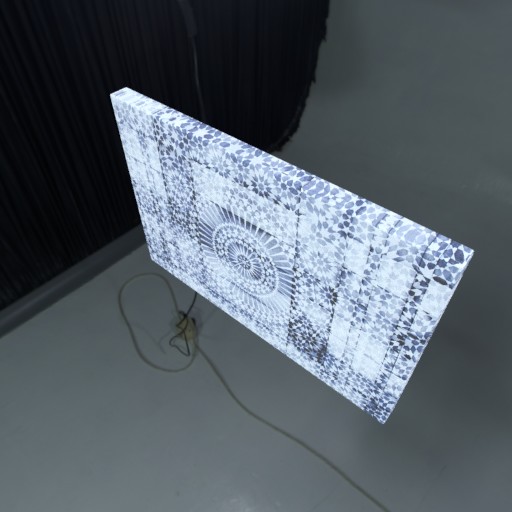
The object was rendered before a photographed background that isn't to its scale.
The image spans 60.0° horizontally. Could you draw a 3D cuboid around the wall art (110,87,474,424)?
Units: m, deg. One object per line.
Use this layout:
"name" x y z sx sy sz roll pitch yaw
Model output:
"wall art" 0.000 0.000 1.145 0.911 0.608 0.057 31 54 26
